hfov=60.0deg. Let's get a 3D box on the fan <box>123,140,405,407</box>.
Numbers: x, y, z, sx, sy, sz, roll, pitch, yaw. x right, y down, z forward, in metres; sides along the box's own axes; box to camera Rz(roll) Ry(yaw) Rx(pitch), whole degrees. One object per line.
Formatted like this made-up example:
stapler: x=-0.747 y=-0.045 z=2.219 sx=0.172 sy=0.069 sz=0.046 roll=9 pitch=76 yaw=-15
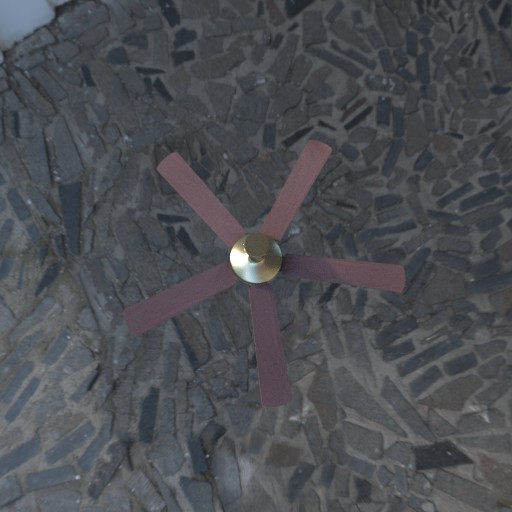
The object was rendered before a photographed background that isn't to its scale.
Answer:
fan: x=0.000 y=0.000 z=2.031 sx=1.321 sy=0.356 sz=1.321 roll=-17 pitch=76 yaw=-4
